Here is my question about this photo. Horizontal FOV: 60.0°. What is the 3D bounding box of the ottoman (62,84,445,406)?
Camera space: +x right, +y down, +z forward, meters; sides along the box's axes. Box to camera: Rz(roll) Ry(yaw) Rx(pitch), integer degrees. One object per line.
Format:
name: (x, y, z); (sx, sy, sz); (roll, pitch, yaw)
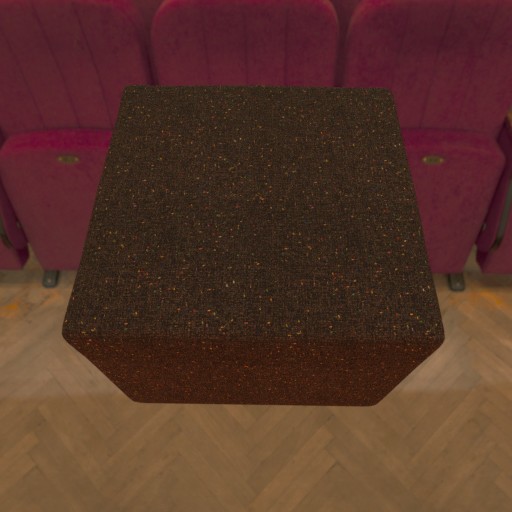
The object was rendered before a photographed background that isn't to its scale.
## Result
ottoman: (0.000, 0.000, 0.859); (0.508, 0.432, 0.508); (1, 59, 0)
